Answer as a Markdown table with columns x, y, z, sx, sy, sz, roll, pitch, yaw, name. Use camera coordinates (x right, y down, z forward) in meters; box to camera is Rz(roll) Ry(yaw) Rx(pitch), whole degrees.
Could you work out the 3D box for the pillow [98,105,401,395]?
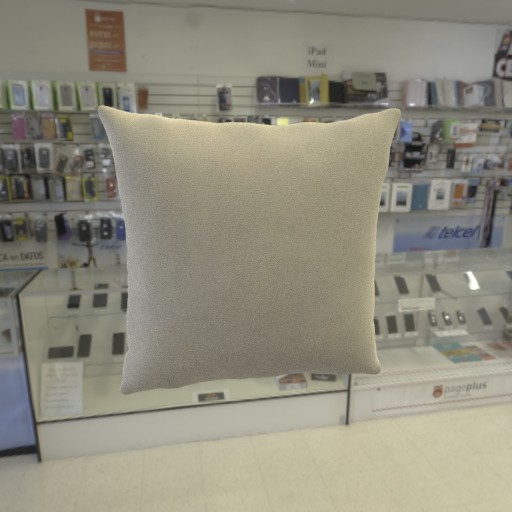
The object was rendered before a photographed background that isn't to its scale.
| x | y | z | sx | sy | sz | roll | pitch | yaw | name |
| --- | --- | --- | --- | --- | --- | --- | --- | --- | --- |
| 0.000 | 0.000 | 0.678 | 0.433 | 0.434 | 0.196 | -2 | 14 | -8 | pillow |
